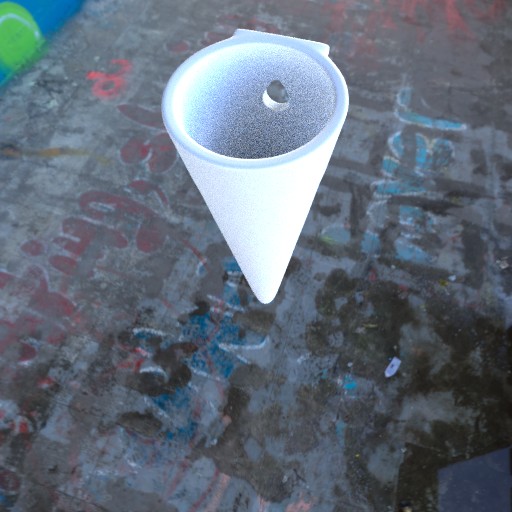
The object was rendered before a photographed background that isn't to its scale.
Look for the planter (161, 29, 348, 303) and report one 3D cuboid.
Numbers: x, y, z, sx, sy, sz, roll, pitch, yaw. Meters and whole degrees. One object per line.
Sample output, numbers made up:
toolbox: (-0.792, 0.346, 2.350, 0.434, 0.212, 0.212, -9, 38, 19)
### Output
planter: (0.000, 0.000, 0.220, 0.057, 0.193, 0.064, 14, 60, 9)
